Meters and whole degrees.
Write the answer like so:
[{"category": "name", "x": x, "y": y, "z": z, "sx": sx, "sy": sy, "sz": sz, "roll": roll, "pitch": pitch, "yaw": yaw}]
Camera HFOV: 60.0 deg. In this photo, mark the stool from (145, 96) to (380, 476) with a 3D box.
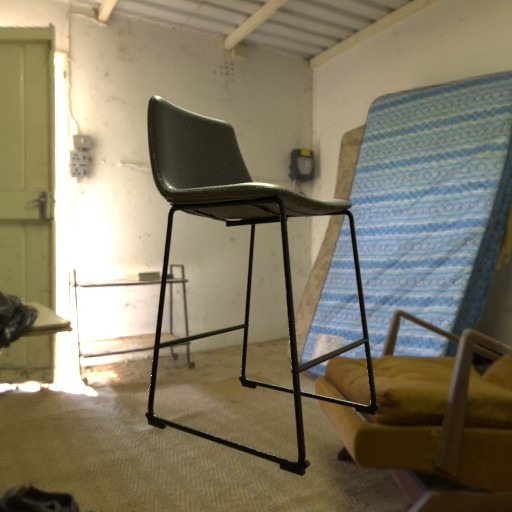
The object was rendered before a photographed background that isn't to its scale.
[{"category": "stool", "x": 0.000, "y": 0.000, "z": 1.204, "sx": 0.546, "sy": 0.876, "sz": 0.470, "roll": 1, "pitch": 1, "yaw": 35}]
